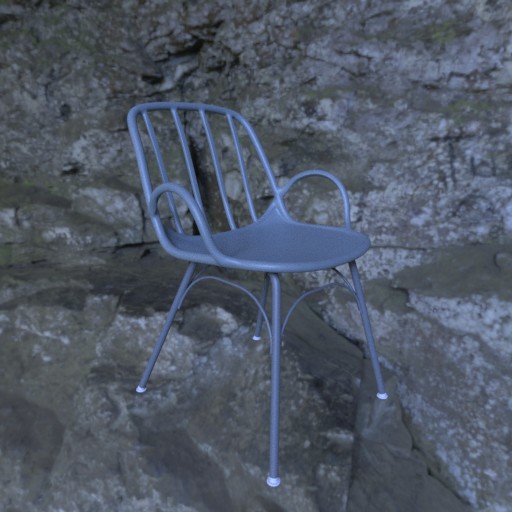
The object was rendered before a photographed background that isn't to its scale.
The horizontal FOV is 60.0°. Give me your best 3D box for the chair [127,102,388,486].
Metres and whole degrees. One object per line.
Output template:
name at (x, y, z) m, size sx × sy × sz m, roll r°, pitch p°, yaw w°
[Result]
chair at (0.000, 0.000, 1.204) m, size 0.597 × 0.816 × 0.549 m, roll 15°, pitch 21°, yaw 43°
